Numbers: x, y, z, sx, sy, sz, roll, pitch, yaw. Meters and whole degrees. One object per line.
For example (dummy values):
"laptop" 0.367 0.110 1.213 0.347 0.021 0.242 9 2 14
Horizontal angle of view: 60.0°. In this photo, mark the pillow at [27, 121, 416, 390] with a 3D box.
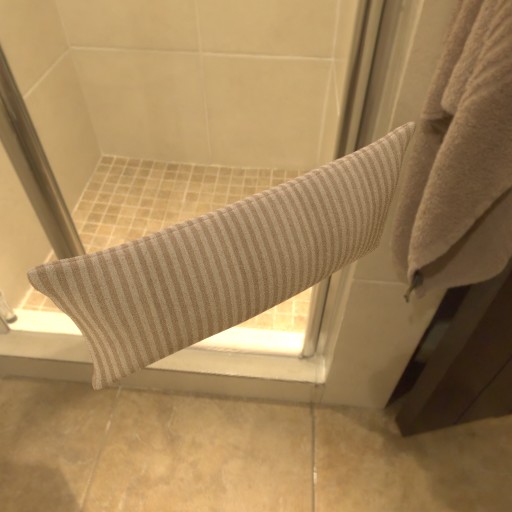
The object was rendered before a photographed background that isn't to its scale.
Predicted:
"pillow" 0.000 0.000 0.720 0.617 0.295 0.151 -24 52 -21
